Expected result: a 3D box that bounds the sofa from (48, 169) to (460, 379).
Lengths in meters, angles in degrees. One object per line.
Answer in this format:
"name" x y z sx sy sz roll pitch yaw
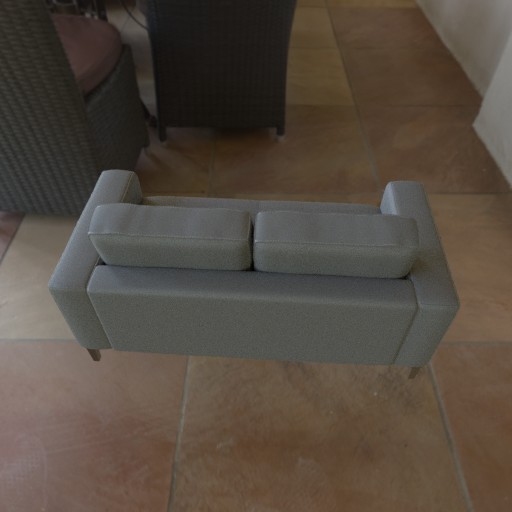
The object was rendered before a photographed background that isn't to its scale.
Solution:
"sofa" 0.000 0.000 2.203 1.726 0.893 0.833 3 48 2
